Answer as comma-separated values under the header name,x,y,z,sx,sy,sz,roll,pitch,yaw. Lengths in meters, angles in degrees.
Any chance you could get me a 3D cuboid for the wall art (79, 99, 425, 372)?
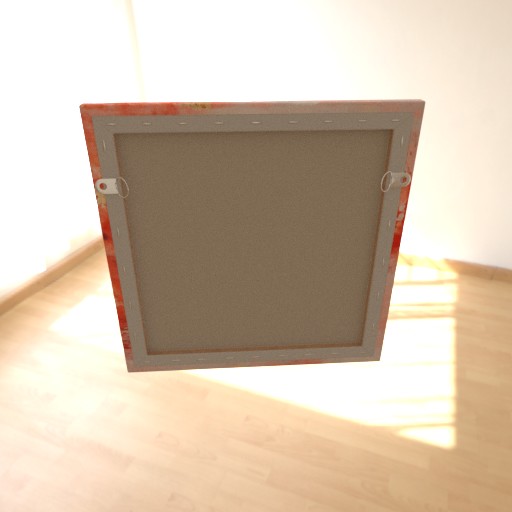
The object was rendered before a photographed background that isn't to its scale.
name,x,y,z,sx,sy,sz,roll,pitch,yaw
wall art,0.000,0.000,1.326,0.878,0.878,0.066,-2,29,-3
